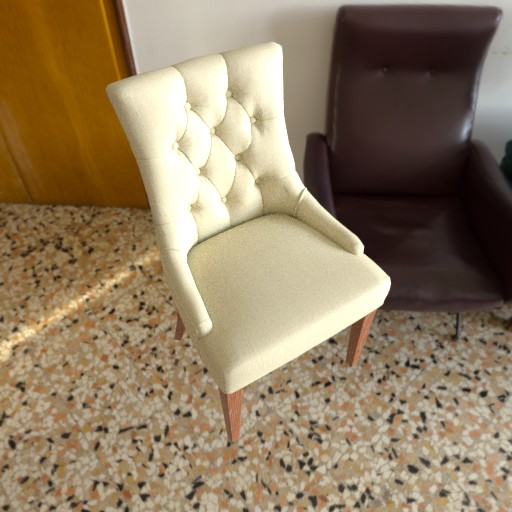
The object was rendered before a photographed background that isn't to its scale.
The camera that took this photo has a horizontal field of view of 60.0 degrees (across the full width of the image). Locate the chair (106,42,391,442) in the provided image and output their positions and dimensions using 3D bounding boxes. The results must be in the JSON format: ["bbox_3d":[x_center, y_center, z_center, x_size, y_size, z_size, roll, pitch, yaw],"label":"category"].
[{"bbox_3d":[0.000,0.000,1.187,0.509,0.874,0.565,-25,52,-21],"label":"chair"}]
